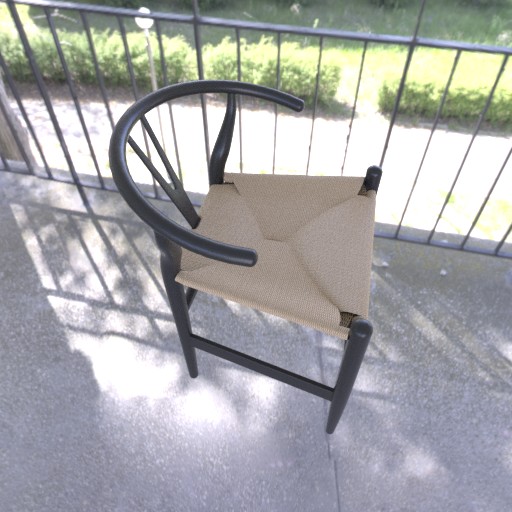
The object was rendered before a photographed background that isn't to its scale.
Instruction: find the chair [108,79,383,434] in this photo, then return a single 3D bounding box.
[{"bbox_3d":[0.000,0.000,1.140,0.570,0.739,0.570,10,48,9],"label":"chair"}]
